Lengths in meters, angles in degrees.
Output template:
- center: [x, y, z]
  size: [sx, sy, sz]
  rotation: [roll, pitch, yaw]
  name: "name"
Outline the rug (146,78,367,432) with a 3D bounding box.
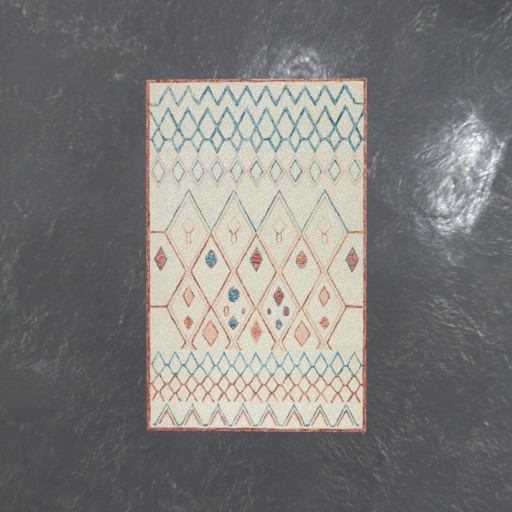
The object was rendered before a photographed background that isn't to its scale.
- center: [0.000, 0.000, 3.071]
  size: [1.524, 0.015, 2.438]
  rotation: [0, 91, 1]
  name: "rug"
